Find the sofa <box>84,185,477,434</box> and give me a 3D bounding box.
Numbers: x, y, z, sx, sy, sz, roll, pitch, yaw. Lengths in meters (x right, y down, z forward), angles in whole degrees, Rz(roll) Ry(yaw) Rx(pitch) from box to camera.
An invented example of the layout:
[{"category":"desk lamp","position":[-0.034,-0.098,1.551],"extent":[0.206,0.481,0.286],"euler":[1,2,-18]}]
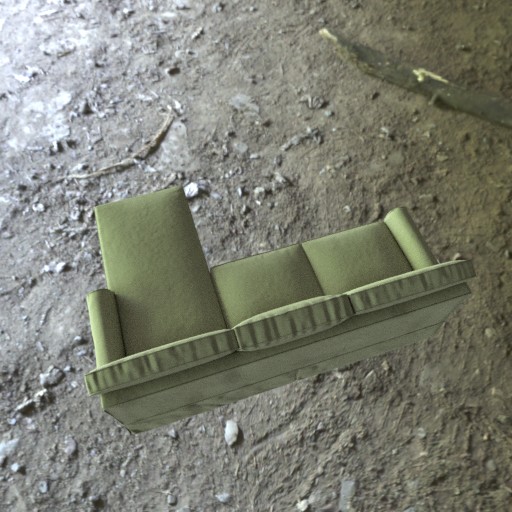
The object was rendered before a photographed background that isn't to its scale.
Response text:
[{"category":"sofa","position":[0.000,0.000,3.323],"extent":[2.475,0.978,1.733],"euler":[-15,60,-9]}]
